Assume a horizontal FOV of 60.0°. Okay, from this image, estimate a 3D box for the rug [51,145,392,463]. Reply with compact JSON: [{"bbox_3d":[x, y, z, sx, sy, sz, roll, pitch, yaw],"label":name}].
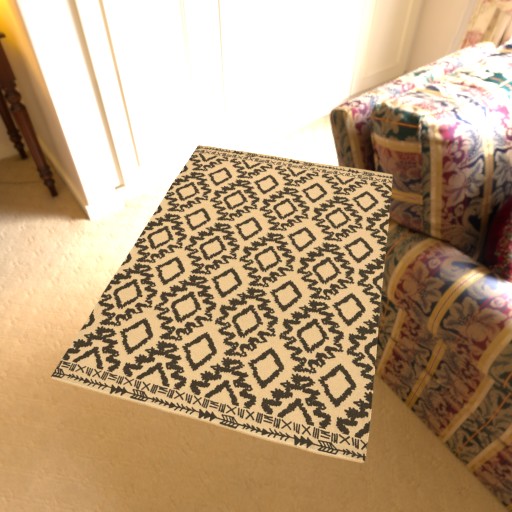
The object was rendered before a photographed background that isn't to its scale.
[{"bbox_3d":[0.000,0.000,4.317,2.444,0.036,3.369,11,48,10],"label":"rug"}]
